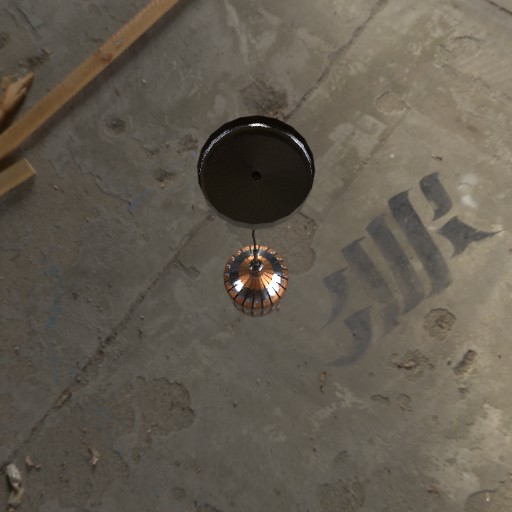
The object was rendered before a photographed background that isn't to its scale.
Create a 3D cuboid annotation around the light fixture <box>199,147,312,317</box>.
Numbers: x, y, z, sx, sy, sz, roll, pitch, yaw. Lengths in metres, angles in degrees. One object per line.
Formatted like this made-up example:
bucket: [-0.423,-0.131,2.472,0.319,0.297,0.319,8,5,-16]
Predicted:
light fixture: [0.000,0.000,1.675,0.303,1.535,0.303,0,76,0]
